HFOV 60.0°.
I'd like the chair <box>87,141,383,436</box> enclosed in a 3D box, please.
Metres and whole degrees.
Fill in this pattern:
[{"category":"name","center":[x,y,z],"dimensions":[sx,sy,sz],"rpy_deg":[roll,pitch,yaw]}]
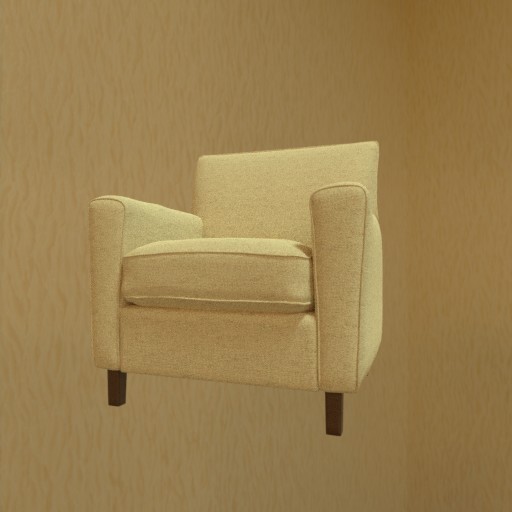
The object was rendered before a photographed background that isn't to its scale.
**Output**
[{"category":"chair","center":[0.000,0.000,1.605],"dimensions":[0.870,0.943,0.823],"rpy_deg":[0,0,20]}]
